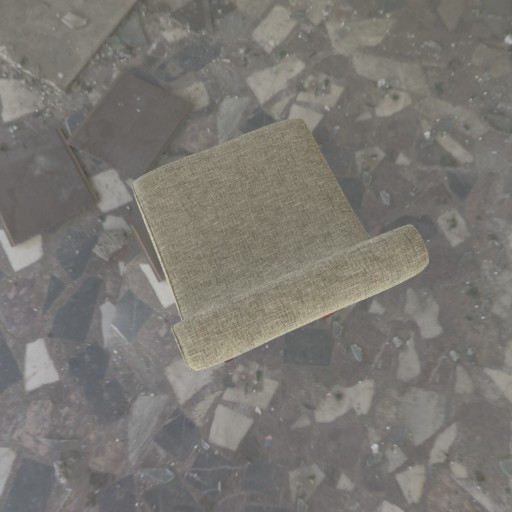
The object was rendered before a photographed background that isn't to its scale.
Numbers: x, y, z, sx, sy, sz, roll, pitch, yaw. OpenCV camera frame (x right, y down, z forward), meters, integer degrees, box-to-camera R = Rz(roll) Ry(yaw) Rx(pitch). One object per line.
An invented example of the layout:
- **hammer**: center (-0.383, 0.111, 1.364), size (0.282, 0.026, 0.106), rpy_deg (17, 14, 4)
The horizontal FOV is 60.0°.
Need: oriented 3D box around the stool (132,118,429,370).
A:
- **stool**: center (0.000, 0.000, 1.112), size (0.417, 0.835, 0.459), rpy_deg (-23, 76, -6)
